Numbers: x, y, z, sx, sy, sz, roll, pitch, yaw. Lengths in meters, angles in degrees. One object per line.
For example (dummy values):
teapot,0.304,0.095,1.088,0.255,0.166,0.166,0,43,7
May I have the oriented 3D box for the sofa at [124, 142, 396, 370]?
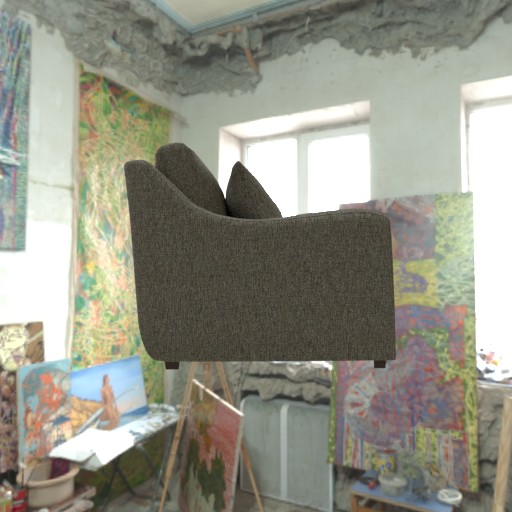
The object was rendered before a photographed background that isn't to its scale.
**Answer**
sofa,0.000,0.000,2.946,1.103,0.998,2.418,0,-2,-1
